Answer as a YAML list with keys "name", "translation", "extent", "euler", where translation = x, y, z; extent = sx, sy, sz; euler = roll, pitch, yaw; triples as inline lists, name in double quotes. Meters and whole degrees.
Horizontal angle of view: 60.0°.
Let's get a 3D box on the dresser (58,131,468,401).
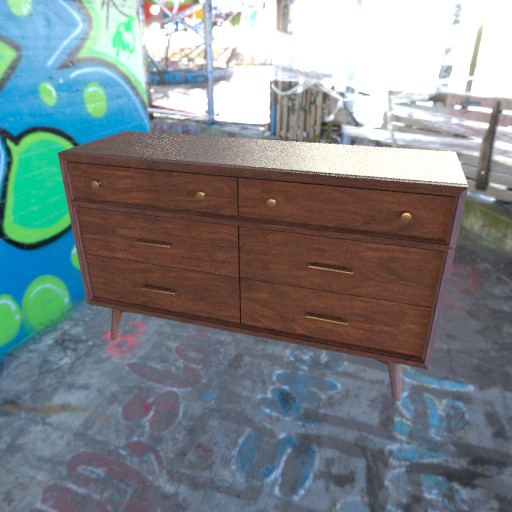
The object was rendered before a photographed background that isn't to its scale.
- name: "dresser"
  translation: [0.000, 0.000, 1.909]
  extent: [1.472, 0.889, 0.500]
  euler: [8, 27, 16]
